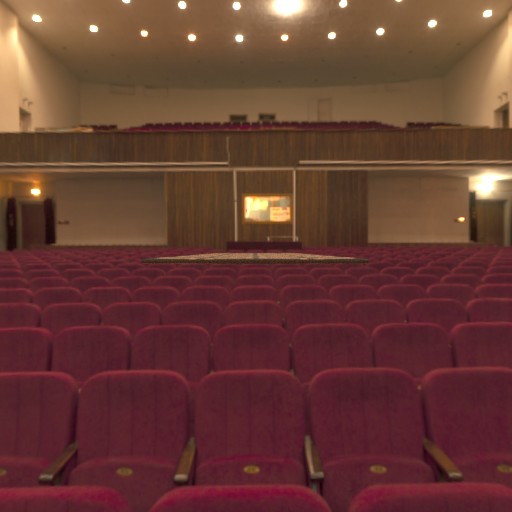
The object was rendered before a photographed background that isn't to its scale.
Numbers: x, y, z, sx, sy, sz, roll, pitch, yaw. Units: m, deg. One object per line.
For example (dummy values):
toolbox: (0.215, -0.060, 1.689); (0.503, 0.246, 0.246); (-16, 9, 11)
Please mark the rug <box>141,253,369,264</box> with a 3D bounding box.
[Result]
rug: (0.000, 0.000, 2.447); (0.678, 0.014, 2.276); (0, 1, 0)
